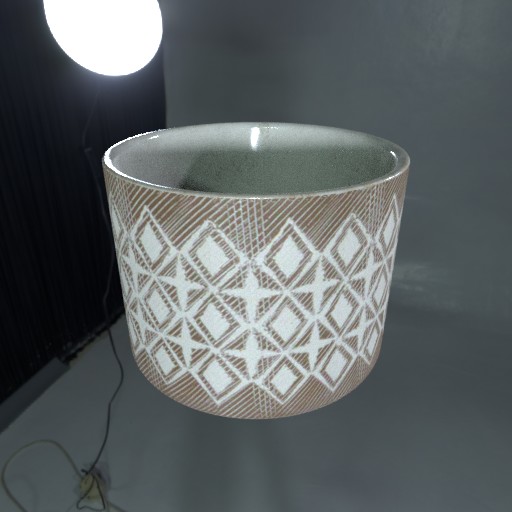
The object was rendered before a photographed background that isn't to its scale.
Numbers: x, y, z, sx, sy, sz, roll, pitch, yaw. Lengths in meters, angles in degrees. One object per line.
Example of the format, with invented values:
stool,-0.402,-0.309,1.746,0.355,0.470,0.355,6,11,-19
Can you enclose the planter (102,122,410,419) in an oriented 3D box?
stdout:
planter,0.000,0.000,0.214,0.126,0.104,0.126,0,27,0
